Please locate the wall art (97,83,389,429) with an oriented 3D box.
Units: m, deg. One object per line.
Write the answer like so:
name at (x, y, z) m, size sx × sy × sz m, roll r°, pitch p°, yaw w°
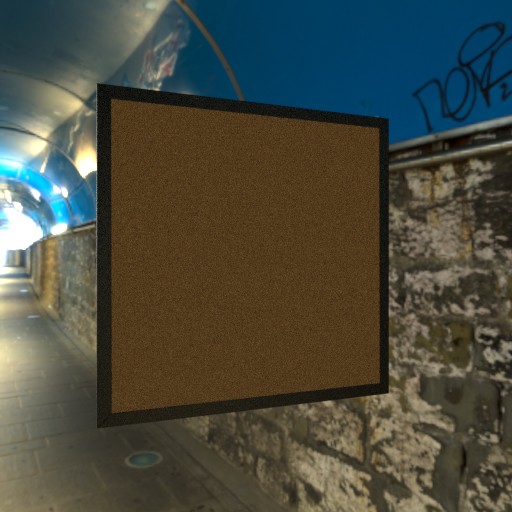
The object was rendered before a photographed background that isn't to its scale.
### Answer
wall art at (0.000, 0.000, 0.750) m, size 0.508 × 0.508 × 0.036 m, roll 0°, pitch 0°, yaw -19°
